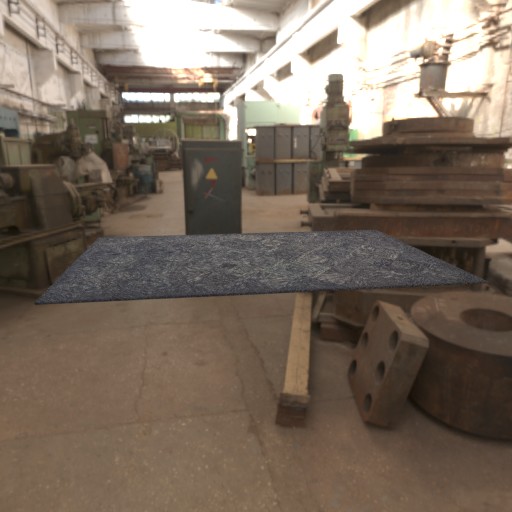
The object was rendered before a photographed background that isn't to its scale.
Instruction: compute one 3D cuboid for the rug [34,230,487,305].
[{"bbox_3d":[0.000,0.000,2.232,1.754,0.010,1.139,-2,14,-8],"label":"rug"}]
